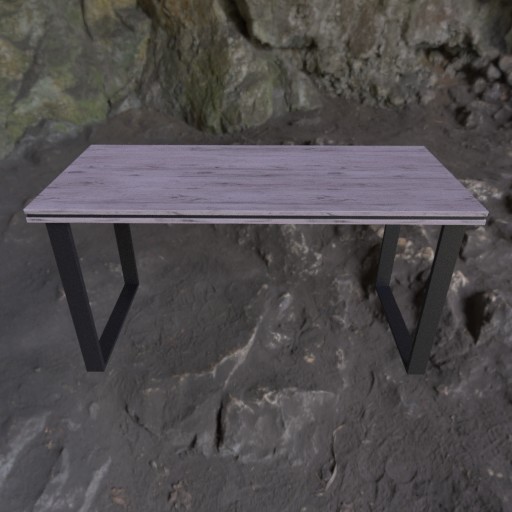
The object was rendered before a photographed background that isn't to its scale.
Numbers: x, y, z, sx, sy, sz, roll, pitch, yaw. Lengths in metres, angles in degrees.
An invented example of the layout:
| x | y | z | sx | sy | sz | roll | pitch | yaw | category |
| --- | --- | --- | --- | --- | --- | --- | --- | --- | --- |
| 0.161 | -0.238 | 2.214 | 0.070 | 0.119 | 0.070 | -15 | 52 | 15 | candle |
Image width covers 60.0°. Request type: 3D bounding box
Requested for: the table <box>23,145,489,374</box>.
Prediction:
| x | y | z | sx | sy | sz | roll | pitch | yaw | category |
| --- | --- | --- | --- | --- | --- | --- | --- | --- | --- |
| 0.000 | 0.000 | 2.267 | 1.778 | 0.899 | 0.795 | 0 | 32 | 1 | table |
